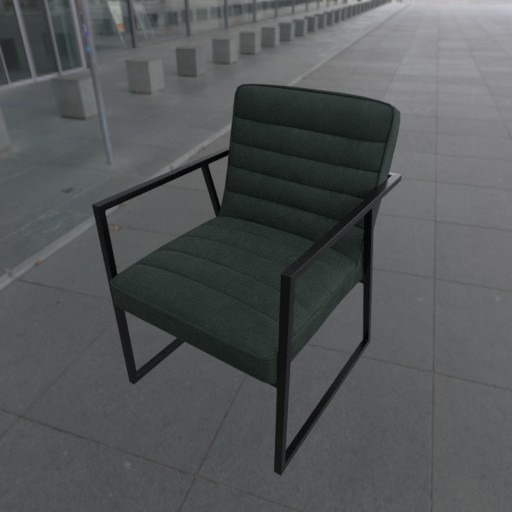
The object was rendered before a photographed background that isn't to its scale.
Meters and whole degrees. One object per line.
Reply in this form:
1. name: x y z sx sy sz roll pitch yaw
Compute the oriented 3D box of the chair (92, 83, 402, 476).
1. chair: 0.000 0.000 1.282 0.571 0.833 0.677 20 37 29
